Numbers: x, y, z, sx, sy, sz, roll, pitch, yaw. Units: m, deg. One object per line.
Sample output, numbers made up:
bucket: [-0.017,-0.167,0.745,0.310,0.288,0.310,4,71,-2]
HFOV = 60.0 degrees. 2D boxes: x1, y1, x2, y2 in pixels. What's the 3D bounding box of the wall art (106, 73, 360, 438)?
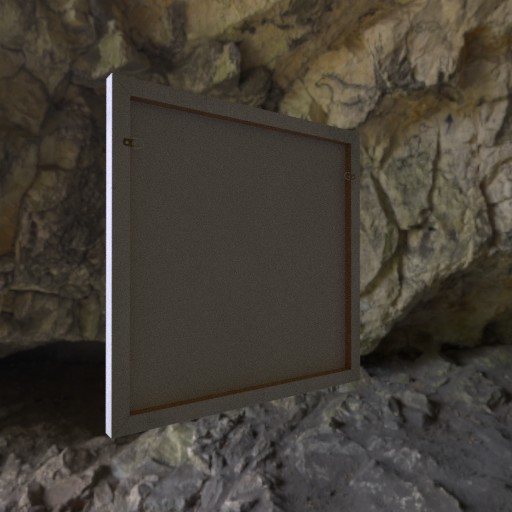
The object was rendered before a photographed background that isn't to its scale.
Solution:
wall art: [0.000,0.000,1.156,0.762,0.762,0.041,0,0,-35]
